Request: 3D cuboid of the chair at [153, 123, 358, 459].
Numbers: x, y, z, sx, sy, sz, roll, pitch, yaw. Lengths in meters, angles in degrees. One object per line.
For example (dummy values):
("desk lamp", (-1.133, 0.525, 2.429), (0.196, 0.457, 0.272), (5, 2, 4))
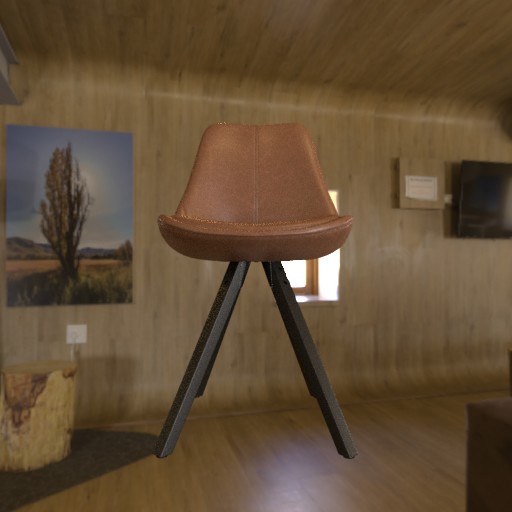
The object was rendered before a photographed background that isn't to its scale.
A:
("chair", (0.000, 0.000, 1.150), (0.475, 0.850, 0.550), (0, -1, 0))
